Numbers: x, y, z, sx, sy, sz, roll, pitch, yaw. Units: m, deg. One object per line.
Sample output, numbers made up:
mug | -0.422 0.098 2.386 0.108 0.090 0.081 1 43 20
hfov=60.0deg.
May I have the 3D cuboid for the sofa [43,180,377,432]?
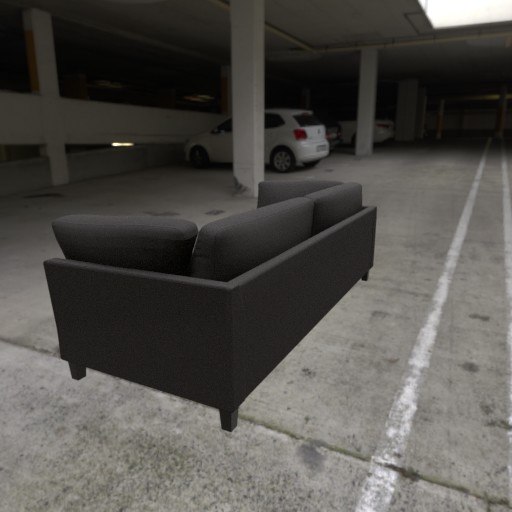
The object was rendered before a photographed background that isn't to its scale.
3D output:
sofa | 0.000 0.000 2.751 0.969 0.792 2.312 7 16 26
